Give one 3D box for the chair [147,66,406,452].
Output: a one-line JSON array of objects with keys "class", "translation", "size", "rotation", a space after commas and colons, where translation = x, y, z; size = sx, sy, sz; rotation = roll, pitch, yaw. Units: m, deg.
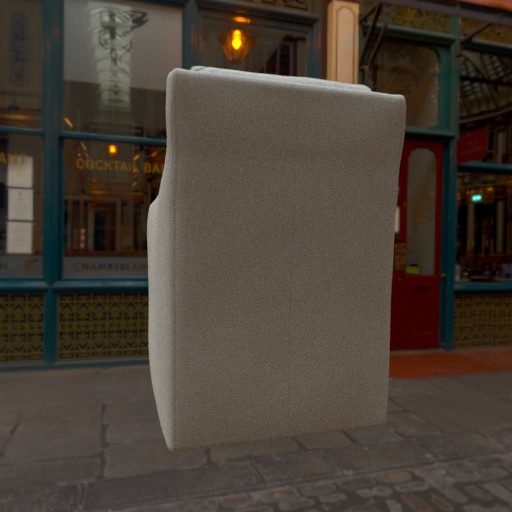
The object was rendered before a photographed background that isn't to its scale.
[{"class": "chair", "translation": [0.000, 0.000, 1.347], "size": [0.626, 0.914, 0.694], "rotation": [0, 0, -17]}]
